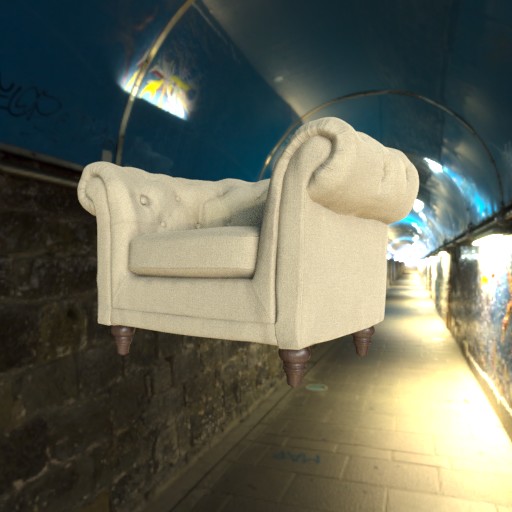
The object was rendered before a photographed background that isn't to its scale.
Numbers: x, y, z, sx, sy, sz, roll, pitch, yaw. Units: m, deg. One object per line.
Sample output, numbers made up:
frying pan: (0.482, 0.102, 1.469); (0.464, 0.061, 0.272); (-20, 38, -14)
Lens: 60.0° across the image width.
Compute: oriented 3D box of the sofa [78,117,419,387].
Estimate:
sofa: (0.000, 0.000, 2.060); (1.405, 0.878, 1.034); (0, -1, 35)
